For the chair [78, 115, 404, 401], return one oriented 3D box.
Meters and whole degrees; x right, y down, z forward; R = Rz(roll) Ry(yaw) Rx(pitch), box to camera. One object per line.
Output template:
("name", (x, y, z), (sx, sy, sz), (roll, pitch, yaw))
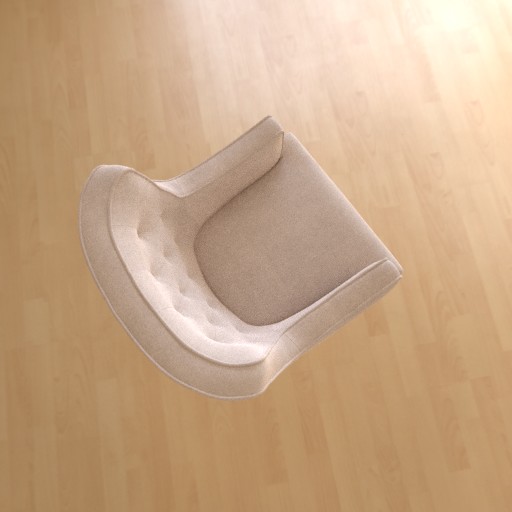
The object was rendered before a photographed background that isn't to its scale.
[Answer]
("chair", (0.000, 0.000, 1.632), (0.910, 0.920, 0.781), (-35, 78, -8))
